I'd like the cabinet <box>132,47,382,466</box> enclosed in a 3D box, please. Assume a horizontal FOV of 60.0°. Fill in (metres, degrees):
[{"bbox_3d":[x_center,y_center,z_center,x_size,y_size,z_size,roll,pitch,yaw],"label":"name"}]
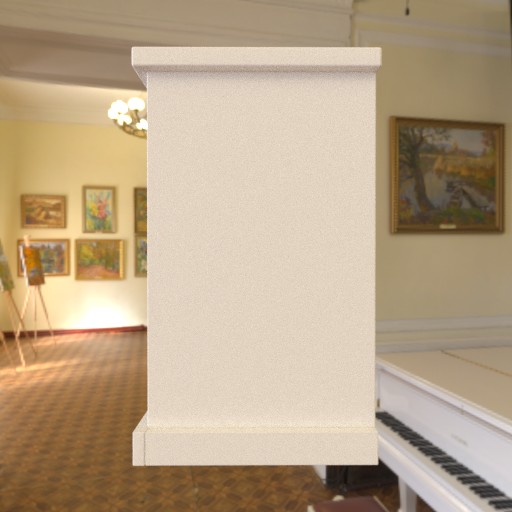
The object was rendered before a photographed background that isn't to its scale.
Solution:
[{"bbox_3d":[0.000,0.000,1.022,0.431,0.723,0.520,0,1,0],"label":"cabinet"}]
